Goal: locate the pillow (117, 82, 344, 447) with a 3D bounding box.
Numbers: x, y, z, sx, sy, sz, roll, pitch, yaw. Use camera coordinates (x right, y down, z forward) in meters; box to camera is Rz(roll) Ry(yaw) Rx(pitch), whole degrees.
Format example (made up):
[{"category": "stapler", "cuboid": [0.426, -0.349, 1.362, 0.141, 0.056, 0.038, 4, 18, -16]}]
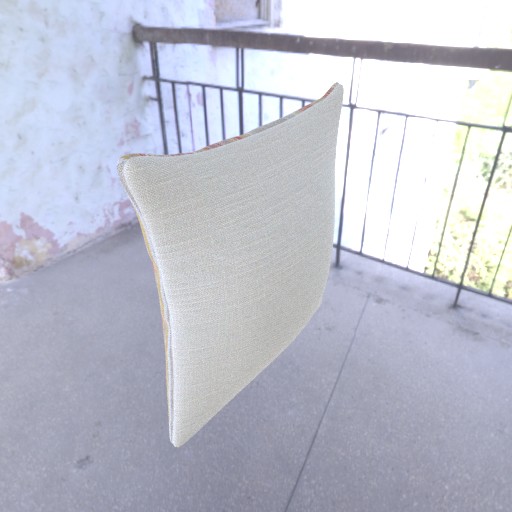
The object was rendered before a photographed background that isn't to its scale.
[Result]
[{"category": "pillow", "cuboid": [0.000, 0.000, 0.687, 0.191, 0.449, 0.451, 21, 37, 30]}]
